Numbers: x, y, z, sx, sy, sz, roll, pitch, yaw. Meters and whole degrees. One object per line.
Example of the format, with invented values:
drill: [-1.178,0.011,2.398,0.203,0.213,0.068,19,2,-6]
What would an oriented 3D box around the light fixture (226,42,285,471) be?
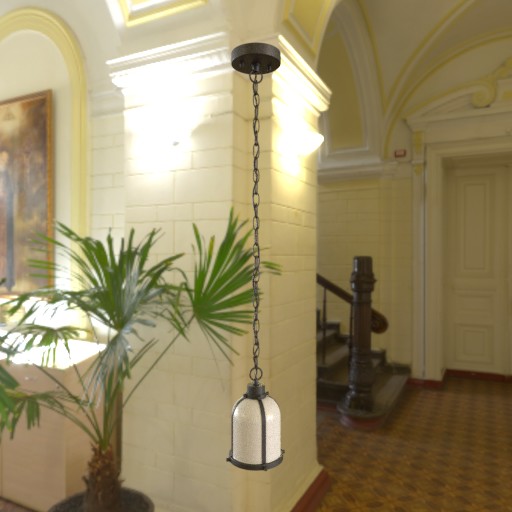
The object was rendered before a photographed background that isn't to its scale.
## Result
light fixture: [0.000,0.000,1.297,0.178,1.181,0.178,0,0,-18]
